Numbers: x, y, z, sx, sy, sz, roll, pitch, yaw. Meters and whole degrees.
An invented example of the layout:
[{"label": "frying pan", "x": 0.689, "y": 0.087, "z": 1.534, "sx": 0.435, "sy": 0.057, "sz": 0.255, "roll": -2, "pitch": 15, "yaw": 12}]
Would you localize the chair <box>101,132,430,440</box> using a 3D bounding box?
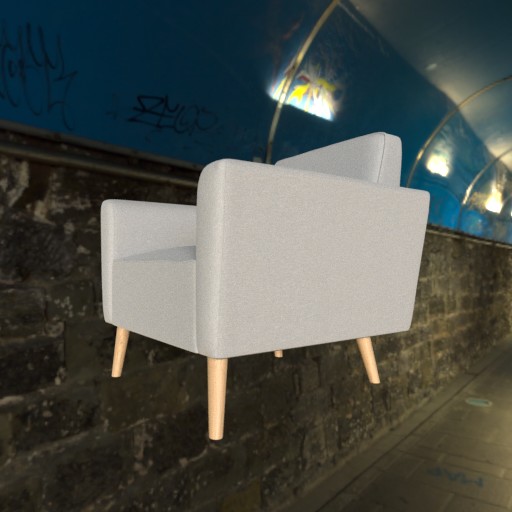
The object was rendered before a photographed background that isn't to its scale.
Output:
[{"label": "chair", "x": 0.000, "y": 0.000, "z": 1.394, "sx": 0.750, "sy": 0.780, "sz": 0.780, "roll": 1, "pitch": -1, "yaw": -36}]
